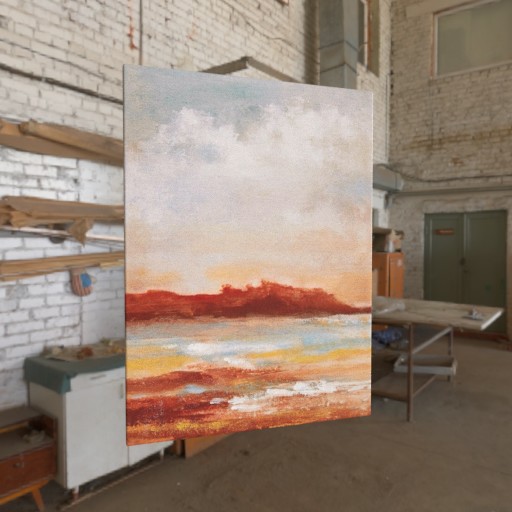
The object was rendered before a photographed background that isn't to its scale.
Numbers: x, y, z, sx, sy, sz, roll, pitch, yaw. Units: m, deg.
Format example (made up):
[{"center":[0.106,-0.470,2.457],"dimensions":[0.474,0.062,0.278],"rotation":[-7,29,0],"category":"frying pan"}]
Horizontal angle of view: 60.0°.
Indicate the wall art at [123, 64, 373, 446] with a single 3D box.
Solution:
[{"center":[0.000,0.000,0.778],"dimensions":[0.443,0.605,0.035],"rotation":[-1,2,-17],"category":"wall art"}]
